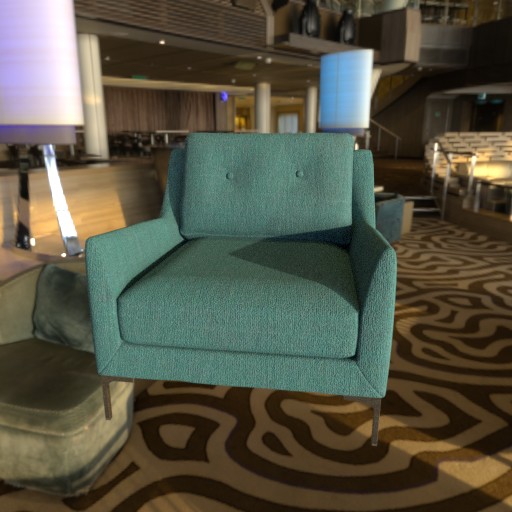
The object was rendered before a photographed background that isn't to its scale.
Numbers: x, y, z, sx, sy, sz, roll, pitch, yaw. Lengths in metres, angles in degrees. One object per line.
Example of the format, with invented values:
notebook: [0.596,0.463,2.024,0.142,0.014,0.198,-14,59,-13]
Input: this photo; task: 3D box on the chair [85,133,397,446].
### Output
chair: [0.000,0.000,1.547,0.847,0.828,0.849,2,16,8]
